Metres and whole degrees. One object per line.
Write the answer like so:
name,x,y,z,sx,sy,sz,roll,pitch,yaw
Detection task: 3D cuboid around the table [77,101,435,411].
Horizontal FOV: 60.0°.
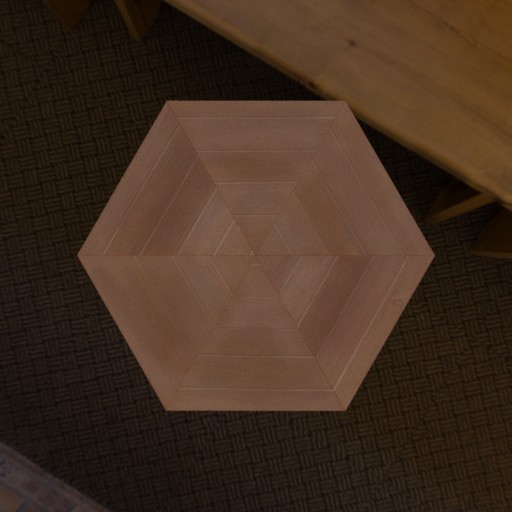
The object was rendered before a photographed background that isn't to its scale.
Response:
table,0.000,0.000,1.658,1.154,0.456,1.000,0,90,0
